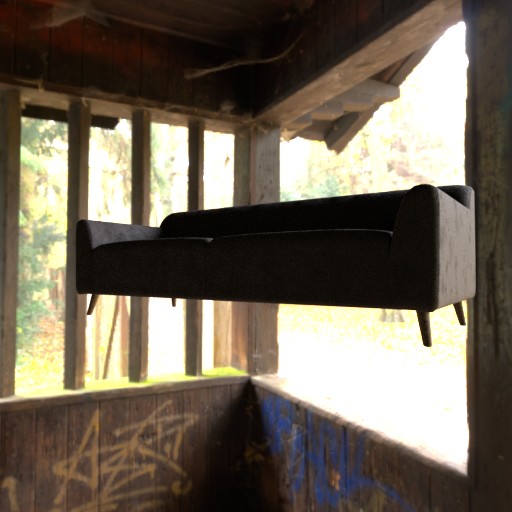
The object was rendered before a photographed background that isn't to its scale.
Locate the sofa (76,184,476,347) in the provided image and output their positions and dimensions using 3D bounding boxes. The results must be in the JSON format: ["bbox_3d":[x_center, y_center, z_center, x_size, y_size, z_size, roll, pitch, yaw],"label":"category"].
[{"bbox_3d":[0.000,0.000,2.569,2.190,0.740,0.900,-1,-2,34],"label":"sofa"}]
